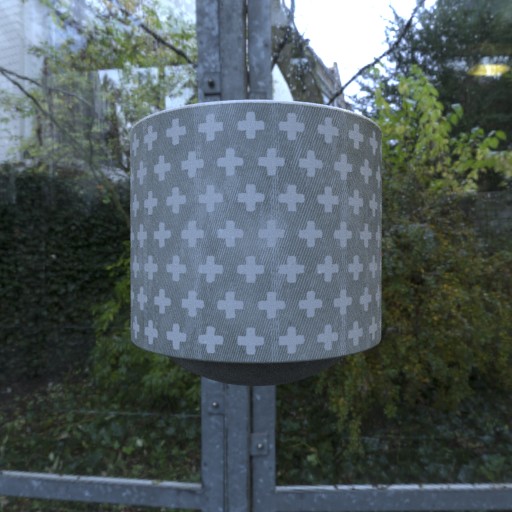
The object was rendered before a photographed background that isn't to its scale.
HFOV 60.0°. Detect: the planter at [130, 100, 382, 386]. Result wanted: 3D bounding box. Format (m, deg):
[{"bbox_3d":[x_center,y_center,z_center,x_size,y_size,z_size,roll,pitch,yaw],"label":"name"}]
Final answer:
[{"bbox_3d":[0.000,0.000,0.459,0.250,0.239,0.250,0,1,0],"label":"planter"}]
